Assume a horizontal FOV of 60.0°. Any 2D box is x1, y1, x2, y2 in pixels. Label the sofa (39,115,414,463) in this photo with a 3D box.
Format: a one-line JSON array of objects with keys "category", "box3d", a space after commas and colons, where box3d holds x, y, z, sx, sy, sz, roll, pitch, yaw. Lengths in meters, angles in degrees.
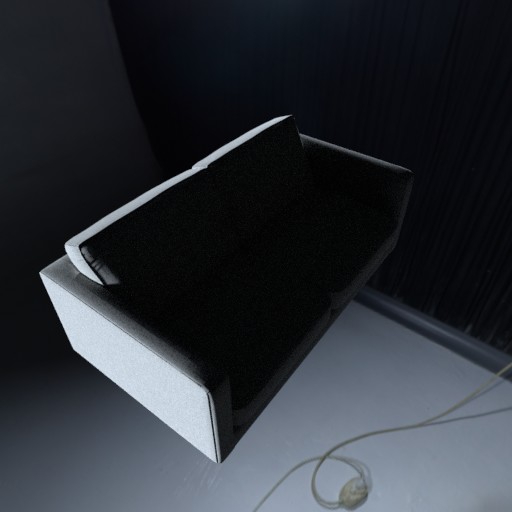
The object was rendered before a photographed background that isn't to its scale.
[{"category": "sofa", "box3d": [0.000, 0.000, 2.332, 1.000, 0.900, 1.731, 27, 48, 27]}]
